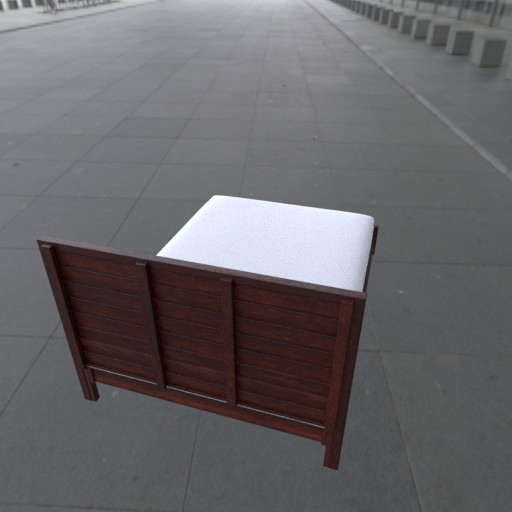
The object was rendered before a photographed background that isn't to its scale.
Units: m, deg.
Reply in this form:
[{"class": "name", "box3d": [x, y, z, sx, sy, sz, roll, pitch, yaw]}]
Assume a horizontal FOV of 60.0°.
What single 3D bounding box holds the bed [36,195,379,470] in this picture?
[{"class": "bed", "box3d": [0.000, 0.000, 4.023, 2.040, 1.492, 2.803, 10, 33, 15]}]
